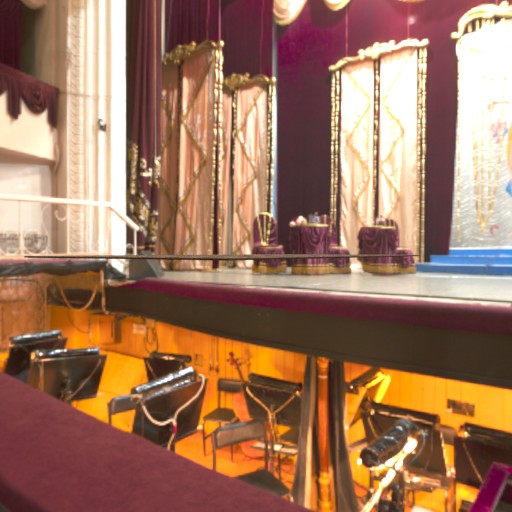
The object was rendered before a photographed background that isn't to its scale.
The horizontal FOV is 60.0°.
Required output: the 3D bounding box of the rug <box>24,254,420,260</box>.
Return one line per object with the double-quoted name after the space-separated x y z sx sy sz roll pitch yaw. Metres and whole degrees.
0.000 0.000 3.105 1.554 0.011 2.476 0 1 36 "rug"
